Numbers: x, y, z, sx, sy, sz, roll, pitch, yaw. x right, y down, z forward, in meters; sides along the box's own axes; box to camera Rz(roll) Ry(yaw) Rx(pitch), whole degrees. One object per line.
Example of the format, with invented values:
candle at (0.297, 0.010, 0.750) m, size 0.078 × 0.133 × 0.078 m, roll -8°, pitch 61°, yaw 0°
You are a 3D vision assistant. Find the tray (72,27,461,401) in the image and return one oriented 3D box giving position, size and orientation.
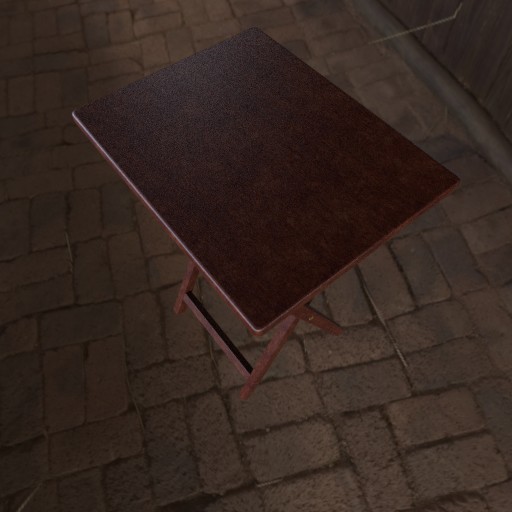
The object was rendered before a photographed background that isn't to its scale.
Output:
tray at (0.000, 0.000, 0.955) m, size 0.381 × 0.660 × 0.483 m, roll -34°, pitch 65°, yaw -19°
